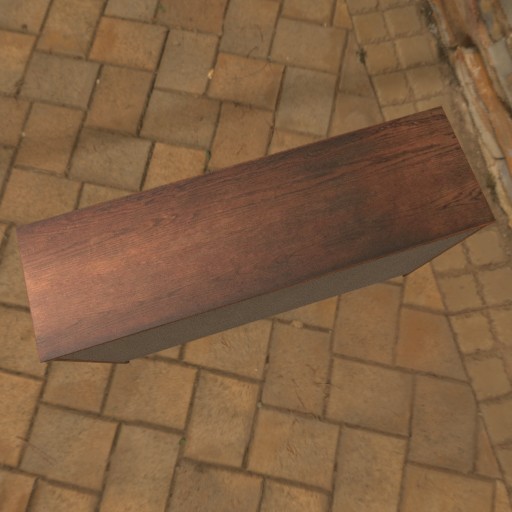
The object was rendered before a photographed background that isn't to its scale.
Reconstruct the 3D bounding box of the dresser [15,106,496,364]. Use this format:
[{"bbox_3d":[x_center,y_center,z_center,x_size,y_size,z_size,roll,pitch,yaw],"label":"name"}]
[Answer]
[{"bbox_3d":[0.000,0.000,1.896,1.551,0.856,0.463,-17,76,-4],"label":"dresser"}]
